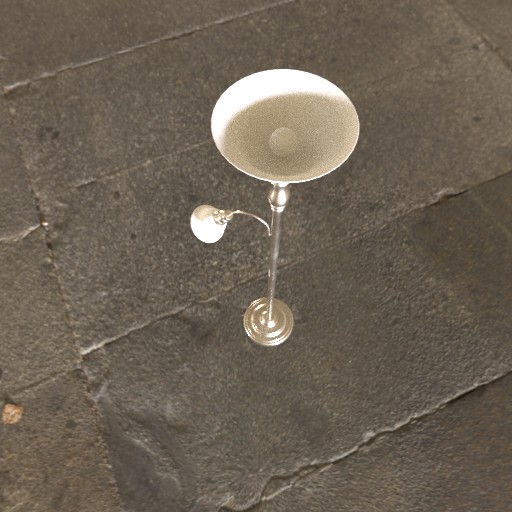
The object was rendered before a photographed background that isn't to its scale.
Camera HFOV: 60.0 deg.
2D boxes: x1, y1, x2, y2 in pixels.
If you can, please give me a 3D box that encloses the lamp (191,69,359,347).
[{"bbox_3d":[0.000,0.000,2.029,0.575,1.785,0.405,18,65,9],"label":"lamp"}]
